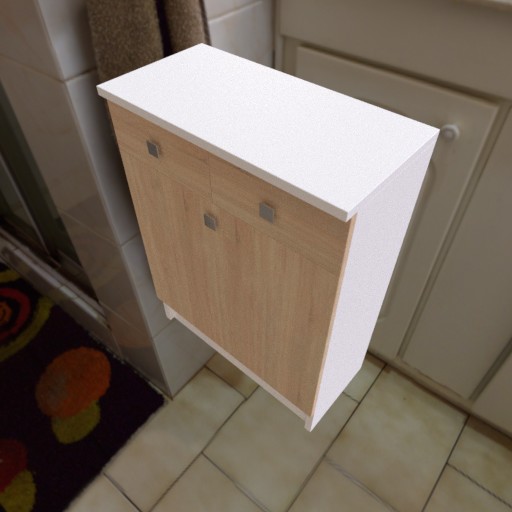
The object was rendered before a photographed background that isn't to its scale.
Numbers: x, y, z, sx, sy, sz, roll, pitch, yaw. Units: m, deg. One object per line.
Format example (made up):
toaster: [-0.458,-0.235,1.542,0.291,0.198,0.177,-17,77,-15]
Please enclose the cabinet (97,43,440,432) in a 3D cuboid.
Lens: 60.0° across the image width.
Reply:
cabinet: [0.000,0.000,1.129,0.600,0.815,0.296,32,54,27]
